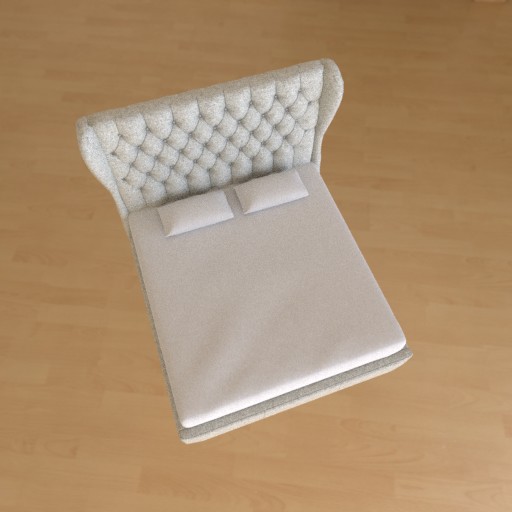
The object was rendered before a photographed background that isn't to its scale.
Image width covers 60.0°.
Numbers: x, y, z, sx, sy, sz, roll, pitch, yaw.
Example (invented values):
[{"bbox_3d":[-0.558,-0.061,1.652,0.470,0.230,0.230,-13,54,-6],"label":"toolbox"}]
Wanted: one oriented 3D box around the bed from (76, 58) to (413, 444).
[{"bbox_3d":[0.000,0.000,3.821,2.219,1.771,2.347,-17,63,-9],"label":"bed"}]
